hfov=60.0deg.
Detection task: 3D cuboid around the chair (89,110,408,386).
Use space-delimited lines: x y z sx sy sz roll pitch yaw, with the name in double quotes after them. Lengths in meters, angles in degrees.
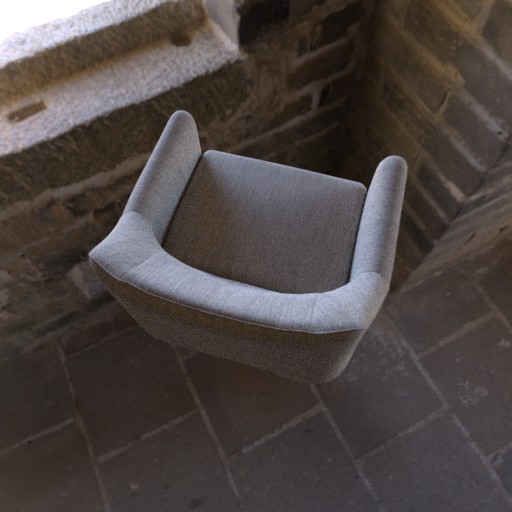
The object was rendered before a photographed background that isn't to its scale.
0.000 0.000 1.421 0.796 0.761 0.758 14 63 7 "chair"
